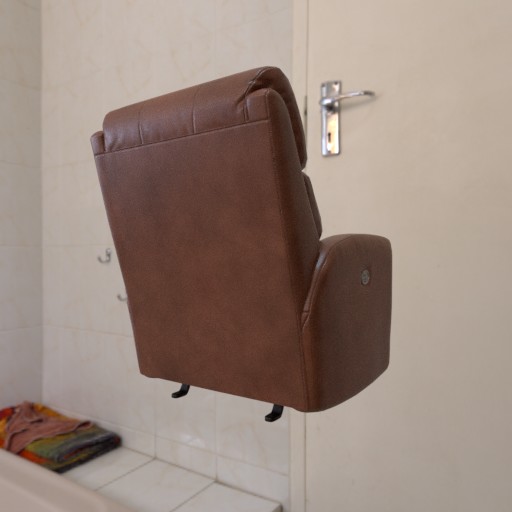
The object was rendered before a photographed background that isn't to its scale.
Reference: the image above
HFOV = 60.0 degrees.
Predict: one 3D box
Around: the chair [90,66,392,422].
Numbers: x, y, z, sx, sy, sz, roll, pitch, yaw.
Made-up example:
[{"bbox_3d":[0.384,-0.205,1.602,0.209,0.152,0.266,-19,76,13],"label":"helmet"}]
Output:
[{"bbox_3d":[0.000,0.000,1.659,0.787,1.016,0.939,0,0,35],"label":"chair"}]
